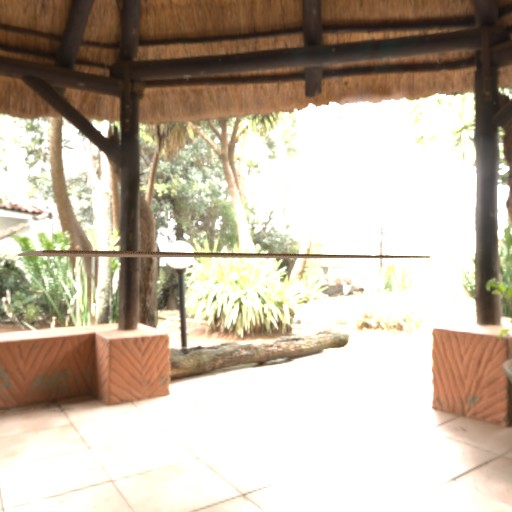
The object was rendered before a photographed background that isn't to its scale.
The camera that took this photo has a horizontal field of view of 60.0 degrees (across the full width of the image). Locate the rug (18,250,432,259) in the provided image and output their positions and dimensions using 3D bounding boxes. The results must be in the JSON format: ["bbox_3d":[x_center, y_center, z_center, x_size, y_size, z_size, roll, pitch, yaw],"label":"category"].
[{"bbox_3d":[0.000,0.000,2.466,2.276,0.014,0.678,1,-1,-35],"label":"rug"}]
